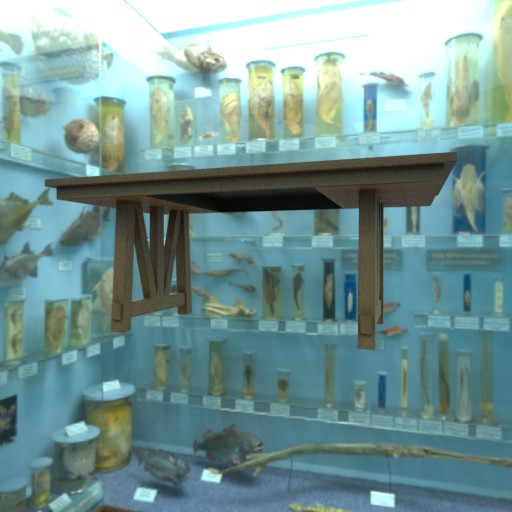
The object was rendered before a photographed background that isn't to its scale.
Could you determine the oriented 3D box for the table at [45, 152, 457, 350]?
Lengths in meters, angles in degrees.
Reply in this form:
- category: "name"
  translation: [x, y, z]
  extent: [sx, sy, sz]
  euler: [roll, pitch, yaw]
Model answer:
- category: "table"
  translation: [0.000, 0.000, 2.392]
  extent: [1.881, 0.768, 1.016]
  euler: [0, 0, 19]
